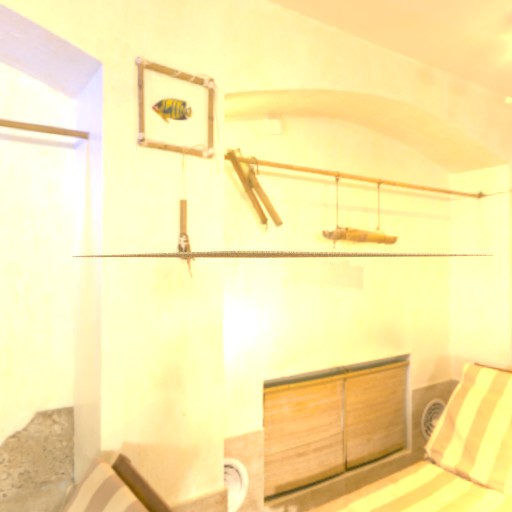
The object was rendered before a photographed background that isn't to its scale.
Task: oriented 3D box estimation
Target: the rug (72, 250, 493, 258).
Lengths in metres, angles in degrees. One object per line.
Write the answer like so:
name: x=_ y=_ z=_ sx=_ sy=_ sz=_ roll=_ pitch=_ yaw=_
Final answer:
rug: x=0.000 y=0.000 z=3.966 sx=2.439 sy=0.013 sz=3.048 roll=0 pitch=-1 yaw=-36
